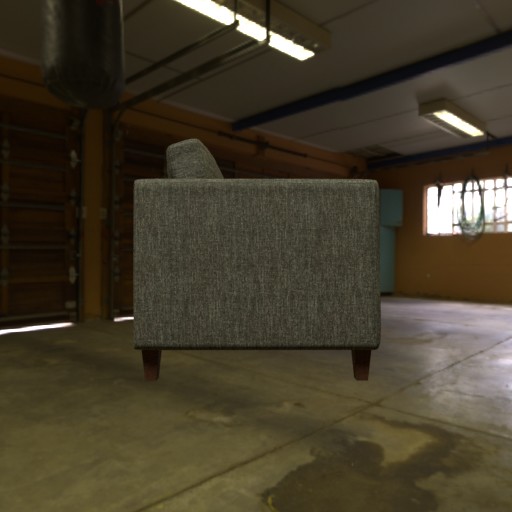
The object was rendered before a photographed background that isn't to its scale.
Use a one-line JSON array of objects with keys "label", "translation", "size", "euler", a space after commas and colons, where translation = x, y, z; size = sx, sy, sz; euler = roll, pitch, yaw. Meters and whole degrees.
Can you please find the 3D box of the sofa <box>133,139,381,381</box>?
[{"label": "sofa", "translation": [0.000, 0.000, 2.718], "size": [0.948, 0.960, 2.208], "euler": [0, 0, 0]}]
